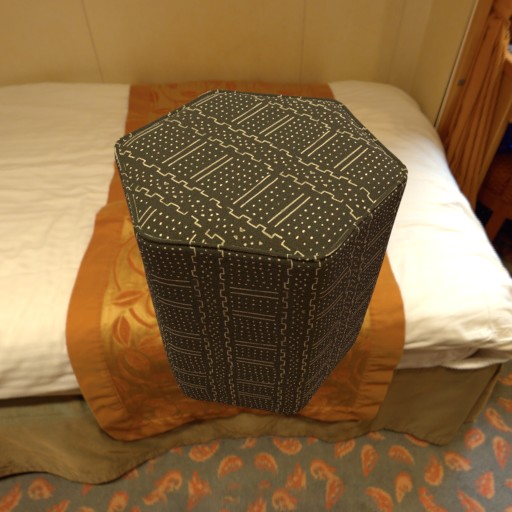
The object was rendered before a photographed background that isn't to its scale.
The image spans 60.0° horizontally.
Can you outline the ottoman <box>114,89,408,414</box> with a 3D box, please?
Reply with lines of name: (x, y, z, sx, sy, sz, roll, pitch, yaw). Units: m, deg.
ottoman: (0.000, 0.000, 0.901, 0.443, 0.502, 0.494, 31, 54, 26)
